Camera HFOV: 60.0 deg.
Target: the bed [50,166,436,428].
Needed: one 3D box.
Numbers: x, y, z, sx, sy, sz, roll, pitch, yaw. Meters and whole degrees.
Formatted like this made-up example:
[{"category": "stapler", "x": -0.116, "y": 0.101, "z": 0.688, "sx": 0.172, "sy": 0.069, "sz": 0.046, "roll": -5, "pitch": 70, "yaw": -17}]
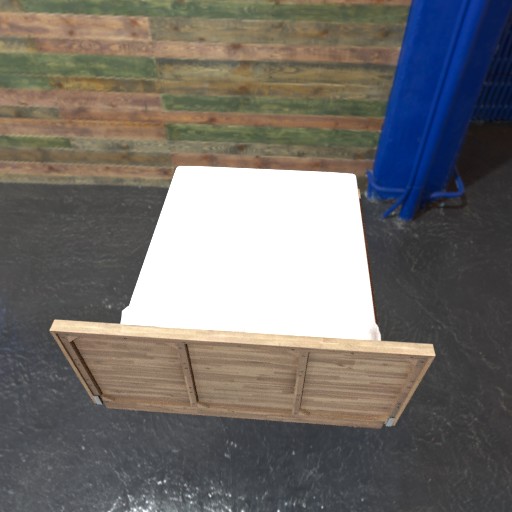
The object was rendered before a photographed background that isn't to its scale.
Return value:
[{"category": "bed", "x": 0.000, "y": 0.000, "z": 3.130, "sx": 1.759, "sy": 1.071, "sz": 2.145, "roll": 3, "pitch": 46, "yaw": 3}]
